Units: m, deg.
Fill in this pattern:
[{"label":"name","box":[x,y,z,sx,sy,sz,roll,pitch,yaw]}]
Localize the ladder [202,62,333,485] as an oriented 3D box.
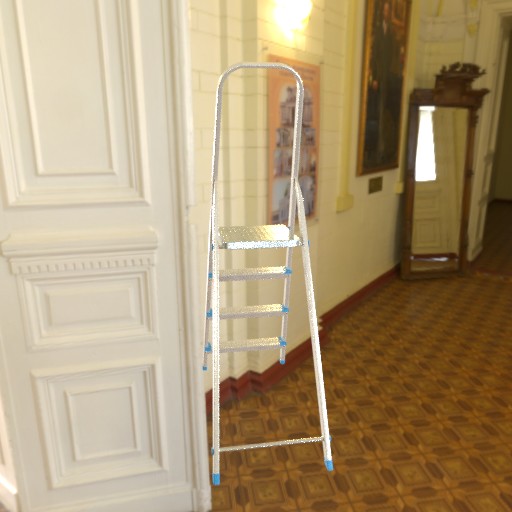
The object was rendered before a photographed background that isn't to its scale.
[{"label":"ladder","box":[0.000,0.000,1.813,0.445,1.434,0.842,-2,15,-9]}]
